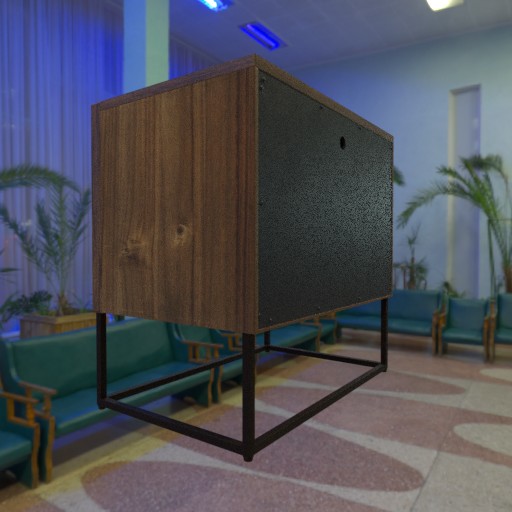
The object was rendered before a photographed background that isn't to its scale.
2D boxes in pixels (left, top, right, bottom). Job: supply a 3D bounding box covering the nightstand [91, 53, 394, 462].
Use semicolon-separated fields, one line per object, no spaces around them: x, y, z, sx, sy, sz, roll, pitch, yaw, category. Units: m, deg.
0.000;0.000;1.027;0.437;0.610;0.610;1;2;36;nightstand
